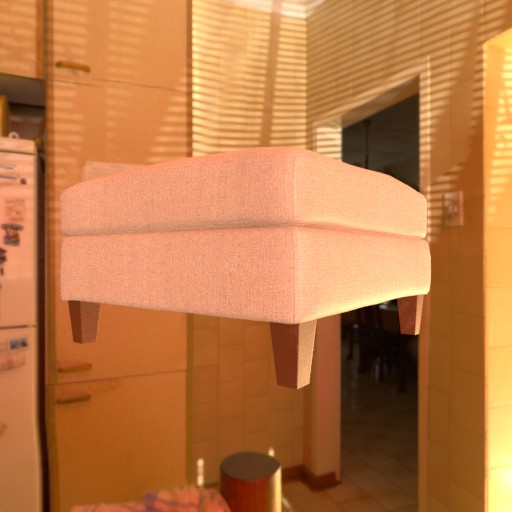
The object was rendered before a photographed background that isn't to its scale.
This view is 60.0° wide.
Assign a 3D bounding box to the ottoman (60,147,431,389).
[{"bbox_3d":[0.000,0.000,1.368,0.838,0.503,0.838,0,0,37],"label":"ottoman"}]
